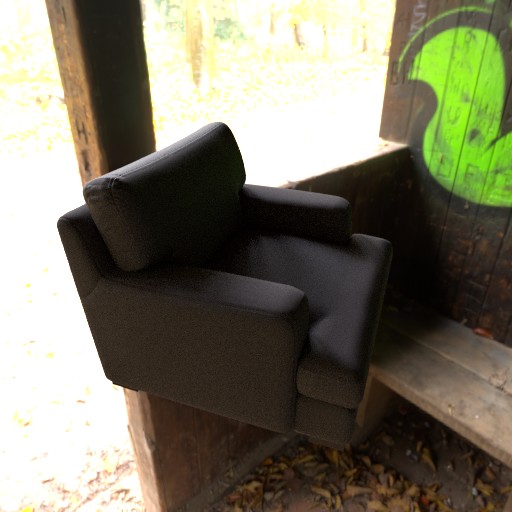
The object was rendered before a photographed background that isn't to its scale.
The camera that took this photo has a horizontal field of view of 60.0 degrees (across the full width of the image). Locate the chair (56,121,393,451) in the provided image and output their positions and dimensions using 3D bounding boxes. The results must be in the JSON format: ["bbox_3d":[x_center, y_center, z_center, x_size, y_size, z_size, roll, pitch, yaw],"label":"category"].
[{"bbox_3d":[0.000,0.000,1.994,1.143,0.940,1.168,10,31,18],"label":"chair"}]
